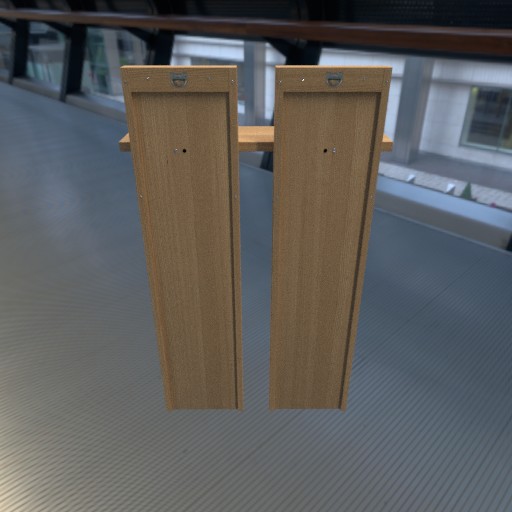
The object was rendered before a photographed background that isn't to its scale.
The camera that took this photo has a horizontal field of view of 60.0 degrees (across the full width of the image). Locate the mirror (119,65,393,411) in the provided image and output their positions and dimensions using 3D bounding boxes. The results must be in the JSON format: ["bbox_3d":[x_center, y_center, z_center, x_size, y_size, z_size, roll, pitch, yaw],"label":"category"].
[{"bbox_3d":[0.000,0.000,1.558,0.800,1.250,0.260,0,29,0],"label":"mirror"}]
